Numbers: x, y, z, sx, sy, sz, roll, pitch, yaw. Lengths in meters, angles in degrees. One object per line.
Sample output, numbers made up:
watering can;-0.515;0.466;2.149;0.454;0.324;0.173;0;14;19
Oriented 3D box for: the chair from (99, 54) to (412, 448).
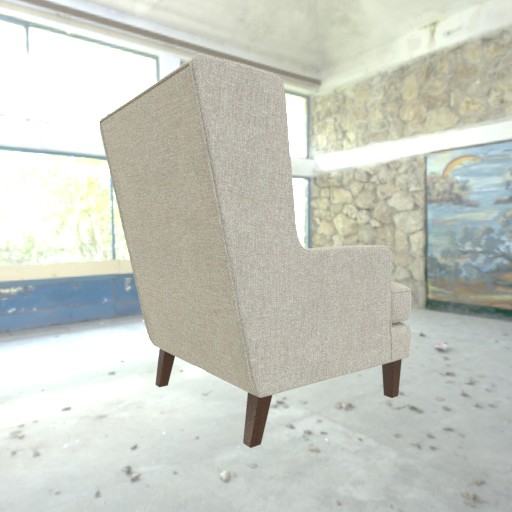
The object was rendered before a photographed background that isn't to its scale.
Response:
chair;0.000;0.000;1.699;0.948;1.082;0.764;-2;4;-36
